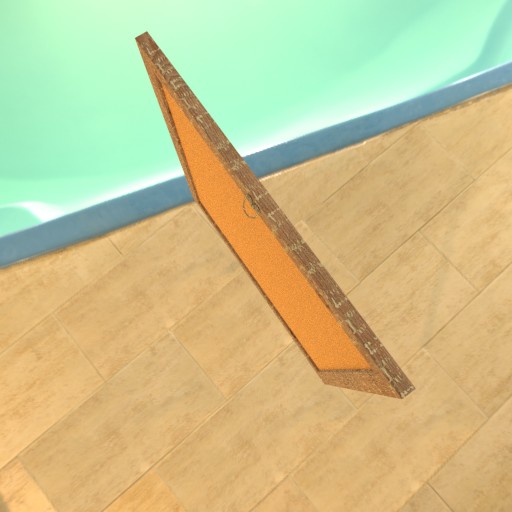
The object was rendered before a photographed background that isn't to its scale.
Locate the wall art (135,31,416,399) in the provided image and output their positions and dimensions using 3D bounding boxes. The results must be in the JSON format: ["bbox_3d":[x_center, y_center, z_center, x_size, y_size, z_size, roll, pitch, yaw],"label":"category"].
[{"bbox_3d":[0.000,0.000,0.547,0.022,0.380,0.380,-34,78,-8],"label":"wall art"}]
